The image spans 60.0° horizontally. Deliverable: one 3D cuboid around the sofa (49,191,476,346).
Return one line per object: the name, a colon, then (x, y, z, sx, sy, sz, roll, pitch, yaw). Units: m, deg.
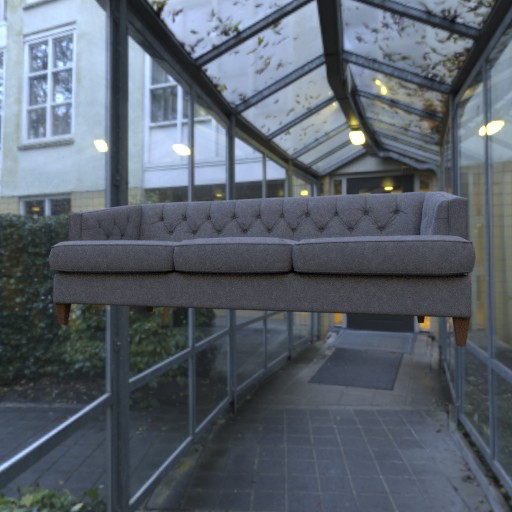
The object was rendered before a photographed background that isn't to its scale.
sofa: (0.000, 0.000, 2.636, 2.247, 0.806, 0.917, 0, -1, 17)
